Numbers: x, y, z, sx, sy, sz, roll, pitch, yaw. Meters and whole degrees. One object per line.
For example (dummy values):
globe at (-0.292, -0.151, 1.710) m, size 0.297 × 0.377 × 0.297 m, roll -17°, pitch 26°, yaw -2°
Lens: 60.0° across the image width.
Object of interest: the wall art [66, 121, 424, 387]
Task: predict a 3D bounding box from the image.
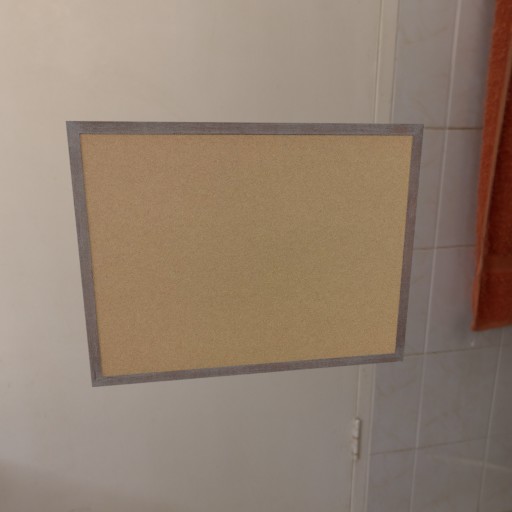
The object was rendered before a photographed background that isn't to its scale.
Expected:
wall art at (0.000, 0.000, 1.343) m, size 1.012 × 0.774 × 0.019 m, roll -2°, pitch 14°, yaw -9°
